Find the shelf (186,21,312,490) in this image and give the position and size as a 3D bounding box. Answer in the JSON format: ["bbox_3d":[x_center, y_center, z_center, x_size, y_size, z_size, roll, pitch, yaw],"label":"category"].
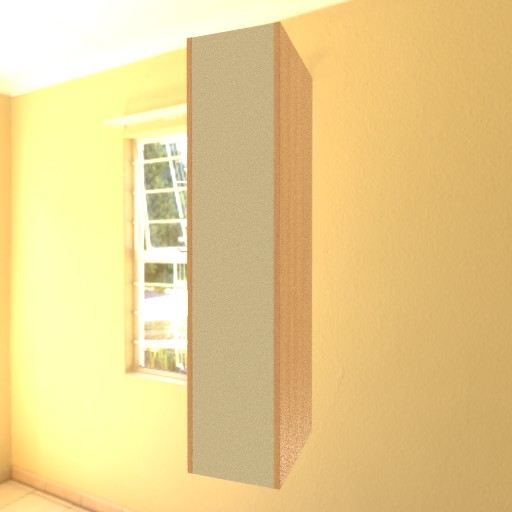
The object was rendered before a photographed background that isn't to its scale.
[{"bbox_3d":[0.000,0.000,1.002,0.197,0.882,0.290,0,1,19],"label":"shelf"}]
